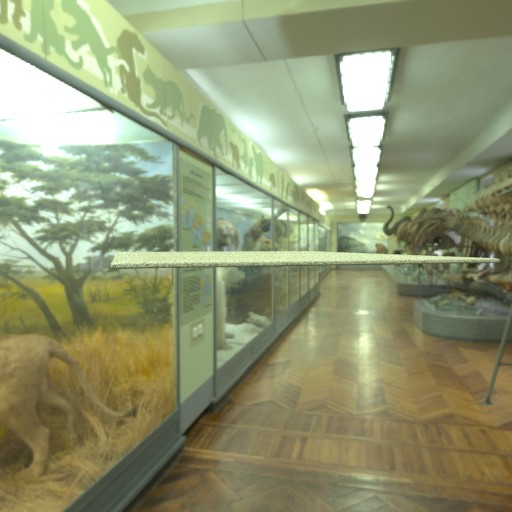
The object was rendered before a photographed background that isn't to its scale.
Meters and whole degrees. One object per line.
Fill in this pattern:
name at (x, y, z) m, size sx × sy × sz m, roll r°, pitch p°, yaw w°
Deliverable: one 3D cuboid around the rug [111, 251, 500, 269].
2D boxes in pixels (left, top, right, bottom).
rug at (0.000, 0.000, 3.997) m, size 2.438 × 0.029 × 3.047 m, roll 0°, pitch 2°, yaw -17°
